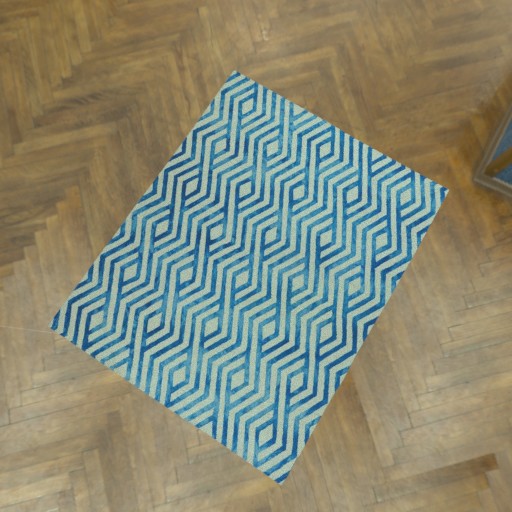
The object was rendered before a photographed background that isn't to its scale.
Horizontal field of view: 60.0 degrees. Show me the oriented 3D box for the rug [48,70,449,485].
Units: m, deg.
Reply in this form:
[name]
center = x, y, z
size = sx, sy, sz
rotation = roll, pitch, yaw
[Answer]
[rug]
center = 0.000, 0.000, 4.083
size = 2.453, 0.008, 3.059
rotation = 32, 79, 7
